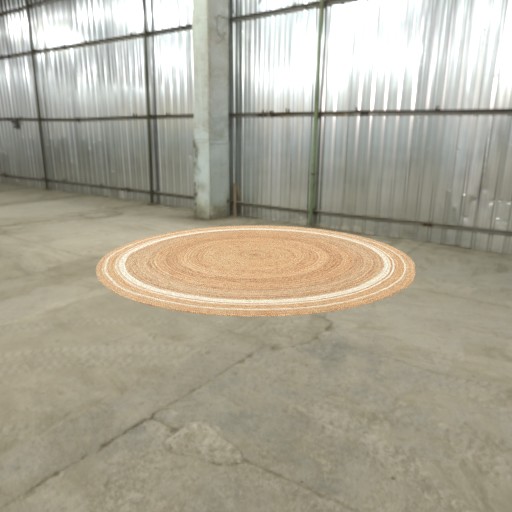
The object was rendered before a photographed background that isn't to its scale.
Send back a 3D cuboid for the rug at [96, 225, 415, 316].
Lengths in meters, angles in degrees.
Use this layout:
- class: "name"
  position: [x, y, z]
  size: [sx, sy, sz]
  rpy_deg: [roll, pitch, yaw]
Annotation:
- class: "rug"
  position: [0.000, 0.000, 3.580]
  size: [2.444, 0.015, 2.444]
  rpy_deg: [0, 15, 0]
